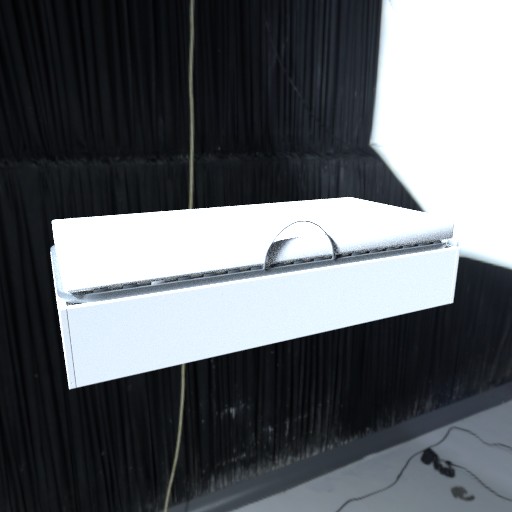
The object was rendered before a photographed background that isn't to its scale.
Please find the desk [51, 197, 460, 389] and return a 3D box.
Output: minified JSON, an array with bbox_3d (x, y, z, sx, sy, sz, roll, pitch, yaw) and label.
[{"bbox_3d":[0.000,0.000,2.283,1.900,0.526,0.900,-7,17,-25],"label":"desk"}]
